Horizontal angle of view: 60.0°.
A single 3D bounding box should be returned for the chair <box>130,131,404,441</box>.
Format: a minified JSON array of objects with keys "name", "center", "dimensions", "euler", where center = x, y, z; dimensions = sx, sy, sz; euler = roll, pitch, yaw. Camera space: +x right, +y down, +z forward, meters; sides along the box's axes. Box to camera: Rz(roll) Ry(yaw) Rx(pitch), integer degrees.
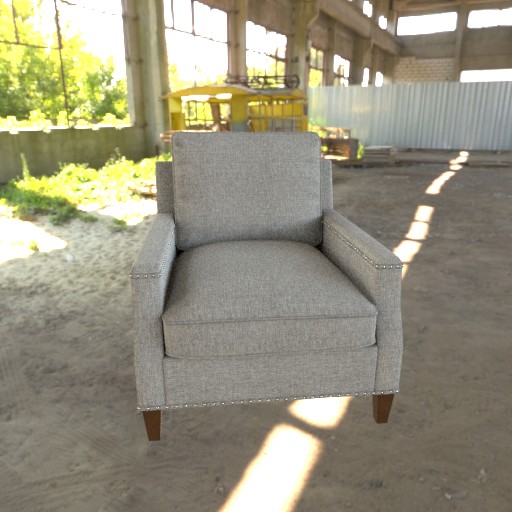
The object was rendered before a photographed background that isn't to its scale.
[{"name":"chair","center":[0.000,0.000,1.767],"dimensions":[0.853,0.943,1.014],"euler":[-2,17,-6]}]
